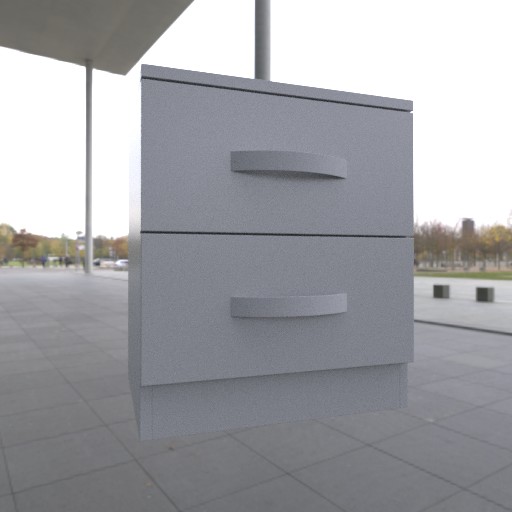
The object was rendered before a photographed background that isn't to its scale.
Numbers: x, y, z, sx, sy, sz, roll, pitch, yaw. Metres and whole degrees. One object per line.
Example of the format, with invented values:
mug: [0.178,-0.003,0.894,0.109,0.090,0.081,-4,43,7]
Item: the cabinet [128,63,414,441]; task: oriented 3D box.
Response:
cabinet: [0.000,0.000,0.751,0.400,0.470,0.360,0,0,-19]
